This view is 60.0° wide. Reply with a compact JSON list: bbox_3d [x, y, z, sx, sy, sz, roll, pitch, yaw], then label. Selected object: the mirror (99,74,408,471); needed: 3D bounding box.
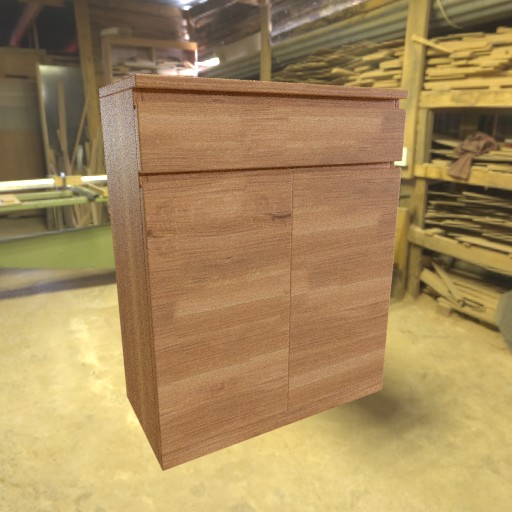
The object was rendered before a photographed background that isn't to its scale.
[{"bbox_3d":[0.000,0.000,1.415,0.800,1.000,0.400,-9,18,-28],"label":"mirror"}]
